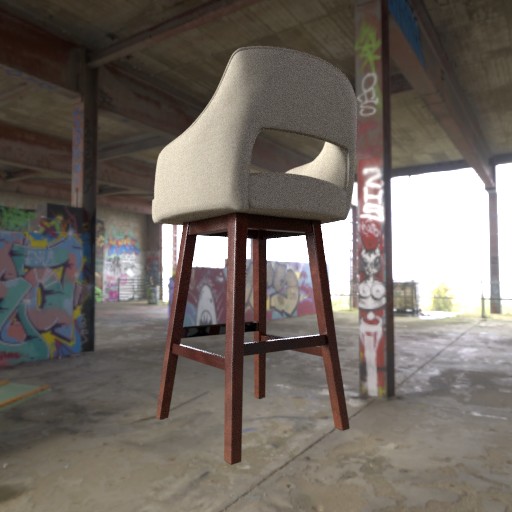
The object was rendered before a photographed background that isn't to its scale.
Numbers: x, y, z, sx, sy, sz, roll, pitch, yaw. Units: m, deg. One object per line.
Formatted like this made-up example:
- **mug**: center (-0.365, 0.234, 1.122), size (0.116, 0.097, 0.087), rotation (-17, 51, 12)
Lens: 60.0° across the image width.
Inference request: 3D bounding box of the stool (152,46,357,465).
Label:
- **stool**: center (0.000, 0.000, 1.368), size (0.550, 1.041, 0.560), rotation (2, -3, -36)
